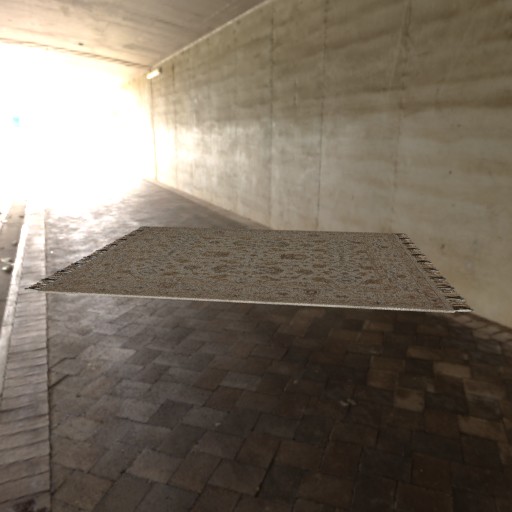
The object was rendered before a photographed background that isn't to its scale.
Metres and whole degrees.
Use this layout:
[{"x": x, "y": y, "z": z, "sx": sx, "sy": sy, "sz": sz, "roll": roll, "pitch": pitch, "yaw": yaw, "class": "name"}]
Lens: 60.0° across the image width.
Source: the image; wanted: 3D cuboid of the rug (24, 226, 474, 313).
[{"x": 0.000, "y": 0.000, "z": 2.273, "sx": 1.726, "sy": 0.009, "sz": 1.278, "roll": 2, "pitch": 16, "yaw": 7, "class": "rug"}]
